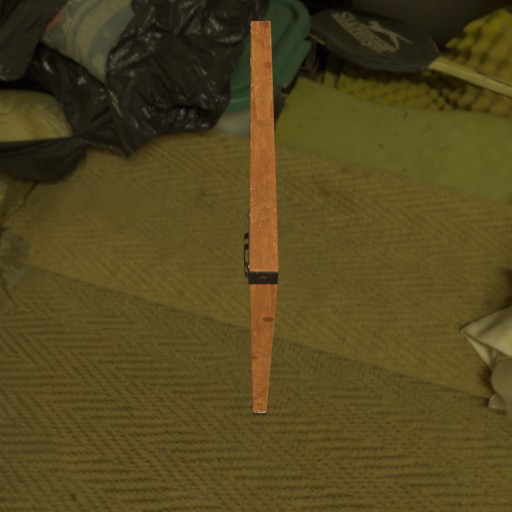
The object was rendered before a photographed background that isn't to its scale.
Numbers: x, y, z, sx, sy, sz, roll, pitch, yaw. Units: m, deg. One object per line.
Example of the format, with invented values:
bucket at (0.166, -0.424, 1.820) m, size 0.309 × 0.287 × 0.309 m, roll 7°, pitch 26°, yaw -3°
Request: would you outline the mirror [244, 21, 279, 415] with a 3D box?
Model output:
mirror at (0.000, 0.000, 0.976) m, size 0.053 × 0.761 × 0.517 m, roll 0°, pitch 58°, yaw 0°
